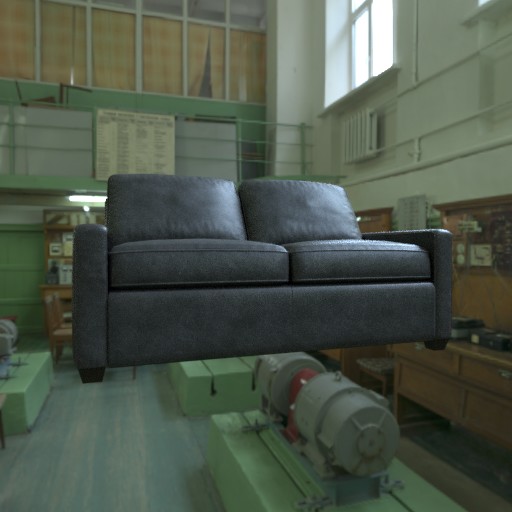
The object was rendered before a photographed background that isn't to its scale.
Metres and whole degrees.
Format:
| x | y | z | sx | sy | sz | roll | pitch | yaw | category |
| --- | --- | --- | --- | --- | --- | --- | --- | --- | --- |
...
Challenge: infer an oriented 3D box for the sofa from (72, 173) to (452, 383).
| x | y | z | sx | sy | sz | roll | pitch | yaw | category |
| --- | --- | --- | --- | --- | --- | --- | --- | --- | --- |
| 0.000 | 0.000 | 2.308 | 1.732 | 0.916 | 0.939 | 0 | 1 | -19 | sofa |
